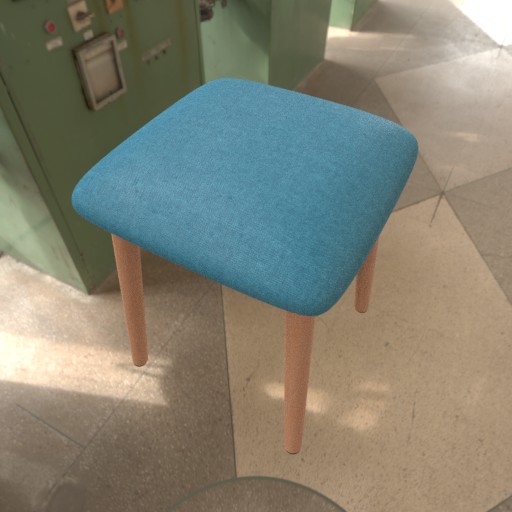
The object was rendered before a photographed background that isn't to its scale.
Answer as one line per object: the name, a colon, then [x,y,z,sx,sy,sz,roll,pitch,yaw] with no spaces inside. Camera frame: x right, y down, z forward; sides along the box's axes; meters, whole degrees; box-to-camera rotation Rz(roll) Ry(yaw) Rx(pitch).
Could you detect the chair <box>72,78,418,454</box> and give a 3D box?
chair: [0.000,0.000,0.703,0.360,0.450,0.360,23,52,19]
